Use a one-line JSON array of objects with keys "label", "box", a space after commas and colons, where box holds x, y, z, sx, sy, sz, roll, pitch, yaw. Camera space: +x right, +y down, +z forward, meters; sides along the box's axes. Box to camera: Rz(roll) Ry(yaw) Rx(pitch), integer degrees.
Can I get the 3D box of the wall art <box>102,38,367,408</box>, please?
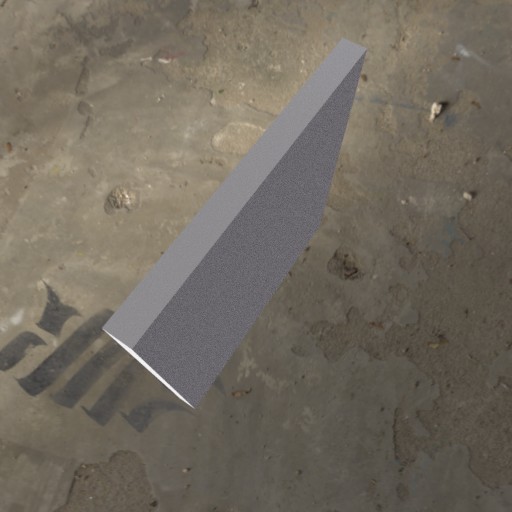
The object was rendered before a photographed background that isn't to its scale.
[{"label": "wall art", "box": [0.000, 0.000, 0.534, 0.027, 0.355, 0.355, 31, 68, 14]}]
